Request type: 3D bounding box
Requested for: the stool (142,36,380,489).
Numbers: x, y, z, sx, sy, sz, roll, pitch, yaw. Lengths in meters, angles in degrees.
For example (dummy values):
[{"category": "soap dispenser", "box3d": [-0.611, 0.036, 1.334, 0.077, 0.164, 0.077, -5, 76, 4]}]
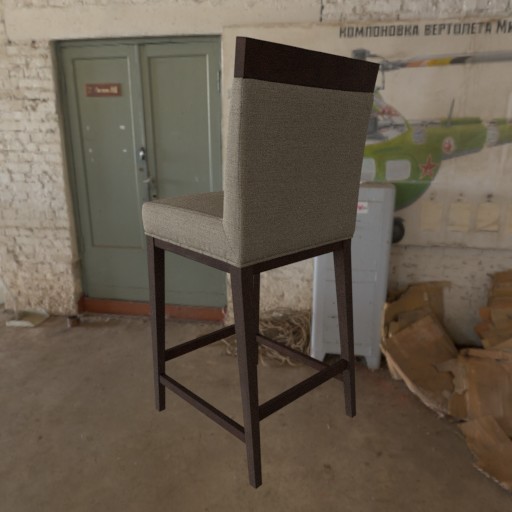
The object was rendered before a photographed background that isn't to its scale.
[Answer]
[{"category": "stool", "box3d": [0.000, 0.000, 1.373, 0.511, 1.117, 0.531, -14, 21, -42]}]
